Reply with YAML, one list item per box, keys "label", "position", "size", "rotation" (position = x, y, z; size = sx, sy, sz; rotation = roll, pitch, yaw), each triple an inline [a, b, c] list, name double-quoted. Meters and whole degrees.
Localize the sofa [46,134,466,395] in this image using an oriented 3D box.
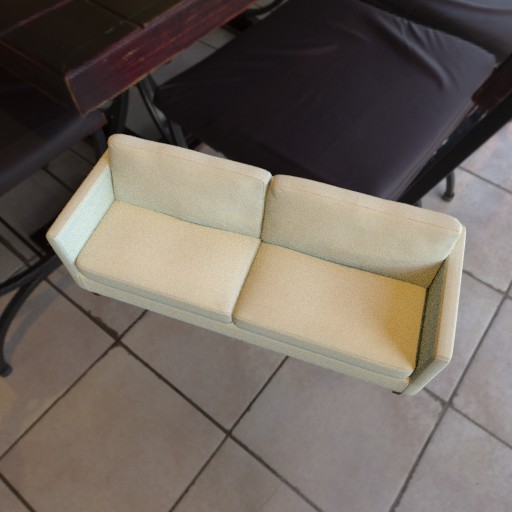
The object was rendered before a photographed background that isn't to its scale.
- label: "sofa"
  position: [0.000, 0.000, 2.919]
  size: [2.434, 0.965, 0.948]
  rotation: [16, 59, 10]
